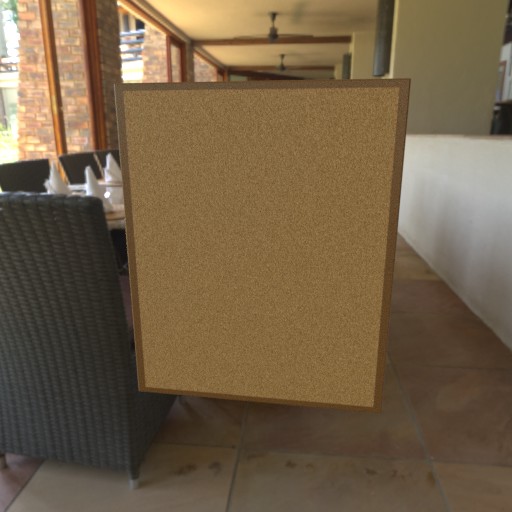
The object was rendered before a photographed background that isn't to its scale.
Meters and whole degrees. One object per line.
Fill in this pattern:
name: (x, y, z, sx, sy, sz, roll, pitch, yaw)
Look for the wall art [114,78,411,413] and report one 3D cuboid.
wall art: (0.000, 0.000, 0.746, 0.449, 0.550, 0.021, 2, 16, 8)
